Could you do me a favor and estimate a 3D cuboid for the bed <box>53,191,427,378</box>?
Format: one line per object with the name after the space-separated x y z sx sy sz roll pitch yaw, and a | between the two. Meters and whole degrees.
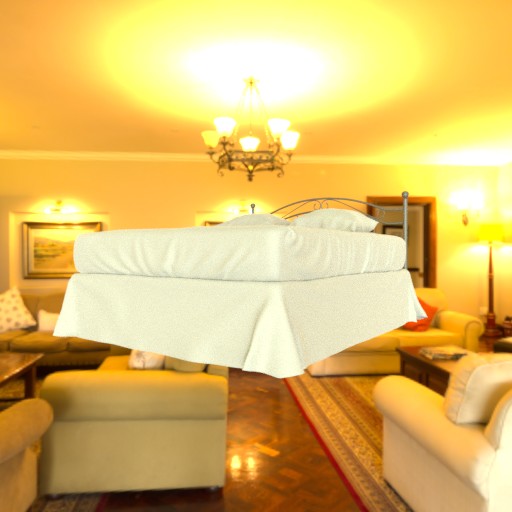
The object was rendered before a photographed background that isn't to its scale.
0.000 0.000 3.323 1.936 1.080 2.215 0 1 36 | bed
